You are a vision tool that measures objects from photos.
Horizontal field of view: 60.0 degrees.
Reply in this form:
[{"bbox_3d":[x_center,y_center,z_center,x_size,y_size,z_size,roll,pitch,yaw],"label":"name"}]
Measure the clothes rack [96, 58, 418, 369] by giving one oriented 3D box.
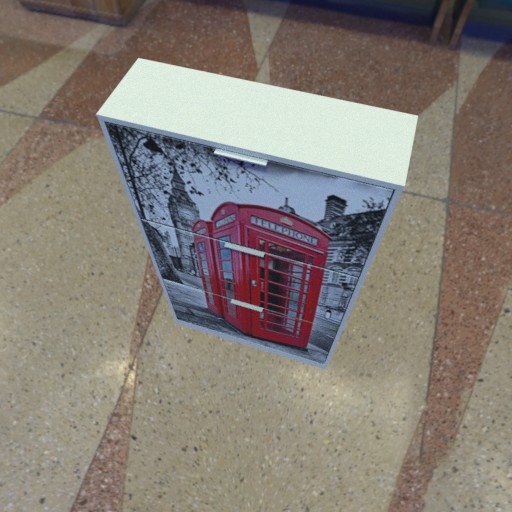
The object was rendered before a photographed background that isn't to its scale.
[{"bbox_3d":[0.000,0.000,1.621,0.750,1.280,0.250,15,59,9],"label":"clothes rack"}]
